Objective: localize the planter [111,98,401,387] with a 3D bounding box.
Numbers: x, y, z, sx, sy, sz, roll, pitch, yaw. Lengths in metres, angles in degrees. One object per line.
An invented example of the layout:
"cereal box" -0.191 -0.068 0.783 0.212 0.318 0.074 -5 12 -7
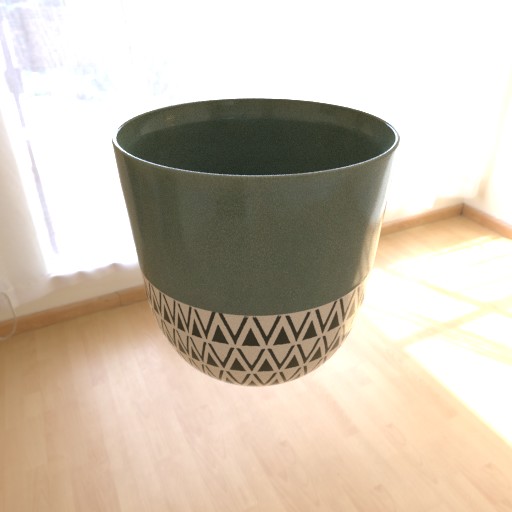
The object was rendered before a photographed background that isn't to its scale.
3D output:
"planter" 0.000 0.000 0.370 0.198 0.214 0.198 0 31 0
